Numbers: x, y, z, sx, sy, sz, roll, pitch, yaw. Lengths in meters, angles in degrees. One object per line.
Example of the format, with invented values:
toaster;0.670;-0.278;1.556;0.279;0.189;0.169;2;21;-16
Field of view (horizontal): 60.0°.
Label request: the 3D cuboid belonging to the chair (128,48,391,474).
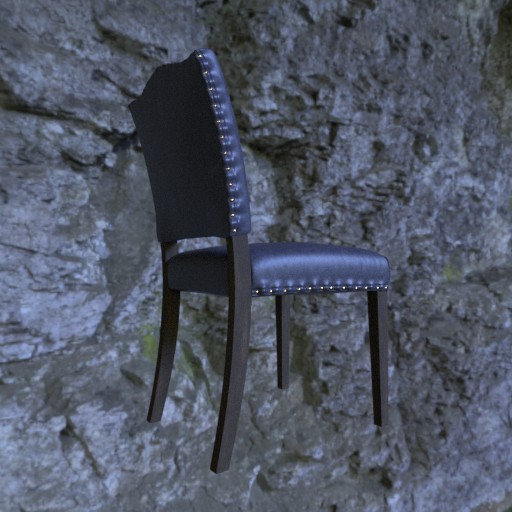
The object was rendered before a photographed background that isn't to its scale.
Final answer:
chair;0.000;0.000;1.321;0.633;0.991;0.500;0;0;-36
